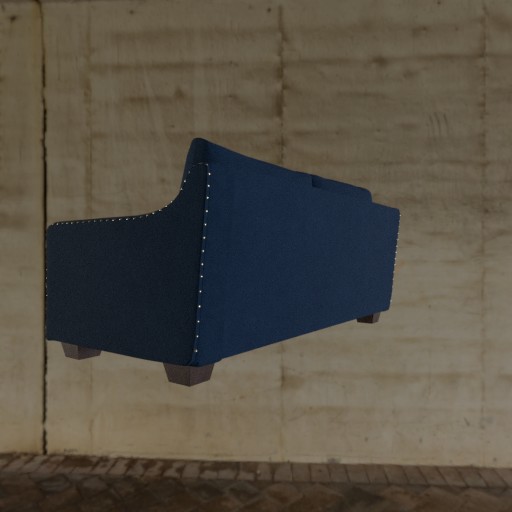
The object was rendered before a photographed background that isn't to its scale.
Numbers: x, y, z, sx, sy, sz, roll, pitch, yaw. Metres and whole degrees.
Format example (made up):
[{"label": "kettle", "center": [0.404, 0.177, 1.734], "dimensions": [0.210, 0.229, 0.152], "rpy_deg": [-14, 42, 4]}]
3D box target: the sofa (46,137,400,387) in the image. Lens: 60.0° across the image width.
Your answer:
[{"label": "sofa", "center": [0.000, 0.000, 2.718], "dimensions": [1.104, 0.983, 2.107], "rpy_deg": [0, 0, 36]}]
